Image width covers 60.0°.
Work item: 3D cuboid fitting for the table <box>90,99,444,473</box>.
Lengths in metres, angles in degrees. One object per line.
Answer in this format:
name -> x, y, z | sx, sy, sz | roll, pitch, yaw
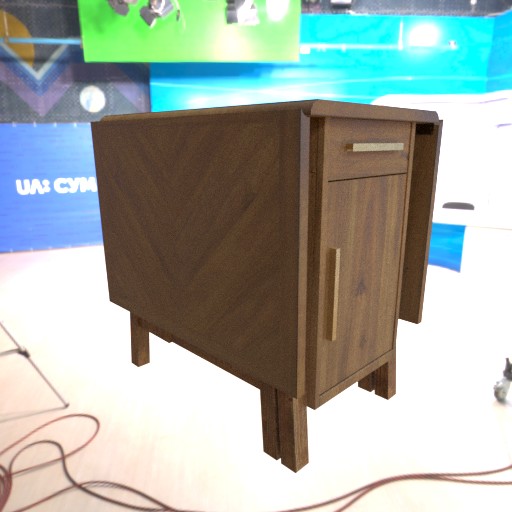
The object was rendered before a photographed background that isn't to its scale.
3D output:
table -> 0.000, 0.000, 1.602 | 0.701, 0.981, 0.967 | -14, 20, -43
